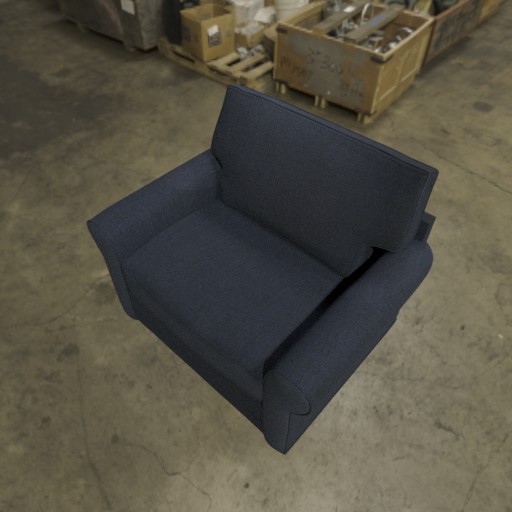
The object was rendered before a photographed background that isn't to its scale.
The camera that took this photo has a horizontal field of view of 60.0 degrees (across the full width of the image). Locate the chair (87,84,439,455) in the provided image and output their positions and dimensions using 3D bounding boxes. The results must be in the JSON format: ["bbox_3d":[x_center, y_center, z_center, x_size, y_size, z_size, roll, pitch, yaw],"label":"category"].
[{"bbox_3d":[0.000,0.000,1.999,1.285,1.044,0.963,34,55,27],"label":"chair"}]
